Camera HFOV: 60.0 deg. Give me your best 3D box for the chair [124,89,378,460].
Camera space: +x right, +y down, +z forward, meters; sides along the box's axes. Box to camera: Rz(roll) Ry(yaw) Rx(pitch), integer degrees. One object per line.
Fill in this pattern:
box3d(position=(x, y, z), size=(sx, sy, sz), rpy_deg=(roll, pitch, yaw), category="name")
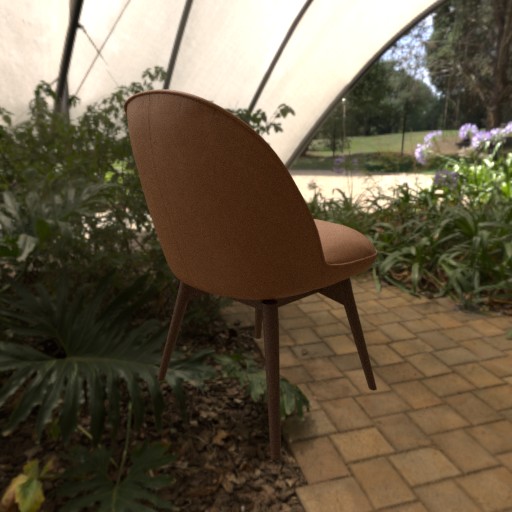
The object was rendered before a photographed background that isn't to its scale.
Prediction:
box3d(position=(0.000, 0.000, 1.240), size=(0.631, 0.831, 0.521), rpy_deg=(-14, 20, -43), category="chair")
